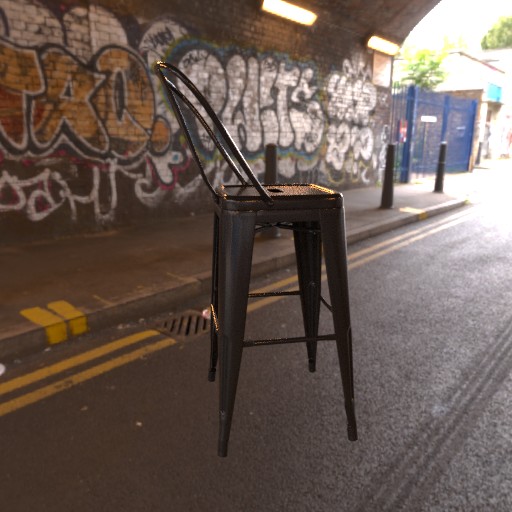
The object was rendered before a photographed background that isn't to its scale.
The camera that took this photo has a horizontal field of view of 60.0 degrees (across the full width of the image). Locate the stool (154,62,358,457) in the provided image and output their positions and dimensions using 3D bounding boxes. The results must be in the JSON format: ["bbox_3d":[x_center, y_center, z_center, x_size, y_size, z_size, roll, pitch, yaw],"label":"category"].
[{"bbox_3d":[0.000,0.000,1.304,0.528,1.022,0.432,-3,15,-10],"label":"stool"}]
